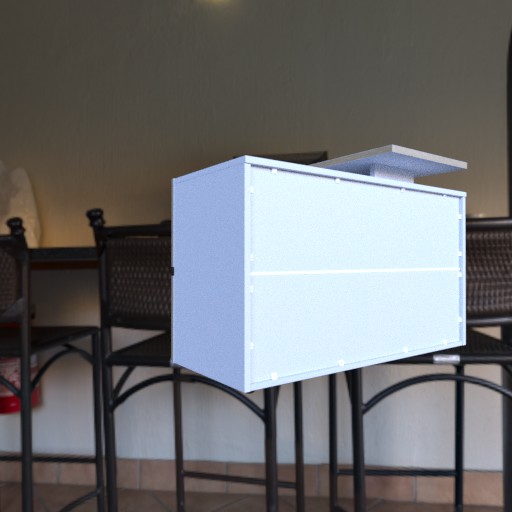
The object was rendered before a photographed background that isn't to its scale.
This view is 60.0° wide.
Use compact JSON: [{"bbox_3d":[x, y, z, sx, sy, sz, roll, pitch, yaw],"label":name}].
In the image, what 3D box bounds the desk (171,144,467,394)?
[{"bbox_3d":[0.000,0.000,2.040,1.098,0.755,1.404,0,0,-36],"label":"desk"}]
